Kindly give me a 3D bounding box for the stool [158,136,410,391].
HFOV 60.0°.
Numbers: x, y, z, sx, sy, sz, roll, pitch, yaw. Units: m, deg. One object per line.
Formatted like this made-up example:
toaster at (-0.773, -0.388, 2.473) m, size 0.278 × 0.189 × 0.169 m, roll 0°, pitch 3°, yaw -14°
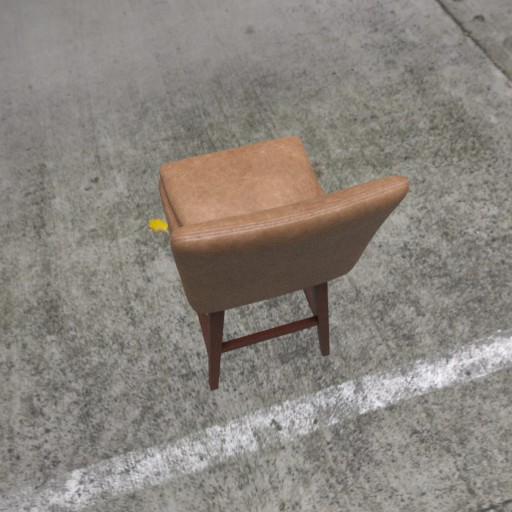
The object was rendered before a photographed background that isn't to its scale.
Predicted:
stool at (0.000, 0.000, 1.373) m, size 0.487 × 1.079 × 0.572 m, roll -15°, pitch 59°, yaw -9°
